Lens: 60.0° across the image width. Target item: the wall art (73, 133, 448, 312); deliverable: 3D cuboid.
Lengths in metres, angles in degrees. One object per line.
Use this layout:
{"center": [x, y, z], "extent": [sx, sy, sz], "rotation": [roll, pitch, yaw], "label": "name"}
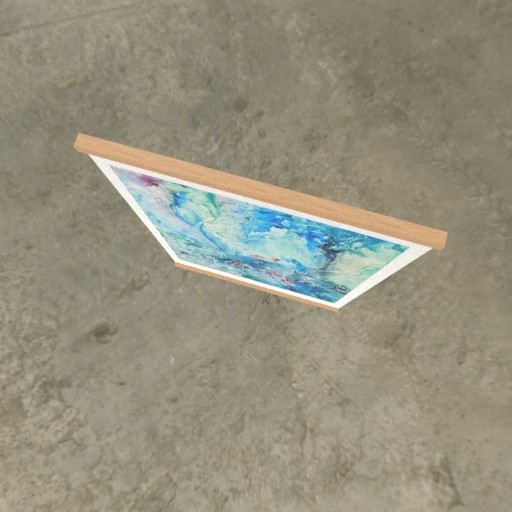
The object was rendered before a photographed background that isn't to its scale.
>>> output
{"center": [0.000, 0.000, 0.759], "extent": [0.401, 0.611, 0.016], "rotation": [16, 77, 4], "label": "wall art"}
